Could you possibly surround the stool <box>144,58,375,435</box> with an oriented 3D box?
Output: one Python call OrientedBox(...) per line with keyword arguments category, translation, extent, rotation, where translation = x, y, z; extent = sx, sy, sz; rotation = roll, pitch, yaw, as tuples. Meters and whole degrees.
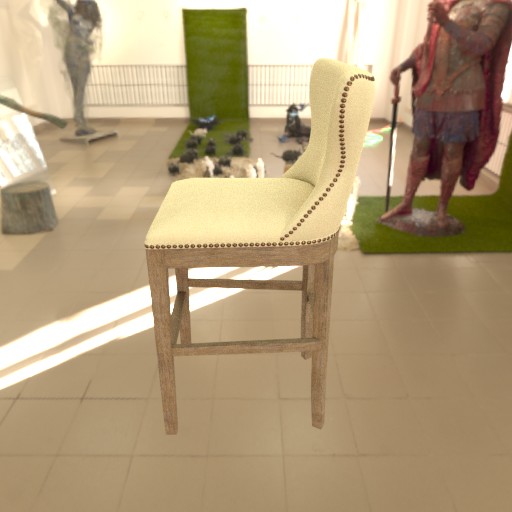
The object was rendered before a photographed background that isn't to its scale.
OrientedBox(category="stool", translation=(0.000, 0.000, 1.404), extent=(0.606, 1.123, 0.494), rotation=(0, 28, -1))
